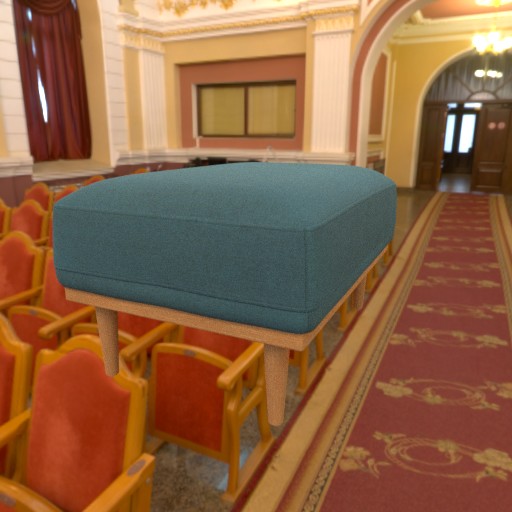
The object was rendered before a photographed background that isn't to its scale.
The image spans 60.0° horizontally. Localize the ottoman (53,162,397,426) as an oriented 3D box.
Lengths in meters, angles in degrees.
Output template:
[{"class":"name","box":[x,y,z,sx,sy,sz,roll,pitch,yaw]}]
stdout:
[{"class":"ottoman","box":[0.000,0.000,1.082,0.549,0.428,0.749,7,17,25]}]
